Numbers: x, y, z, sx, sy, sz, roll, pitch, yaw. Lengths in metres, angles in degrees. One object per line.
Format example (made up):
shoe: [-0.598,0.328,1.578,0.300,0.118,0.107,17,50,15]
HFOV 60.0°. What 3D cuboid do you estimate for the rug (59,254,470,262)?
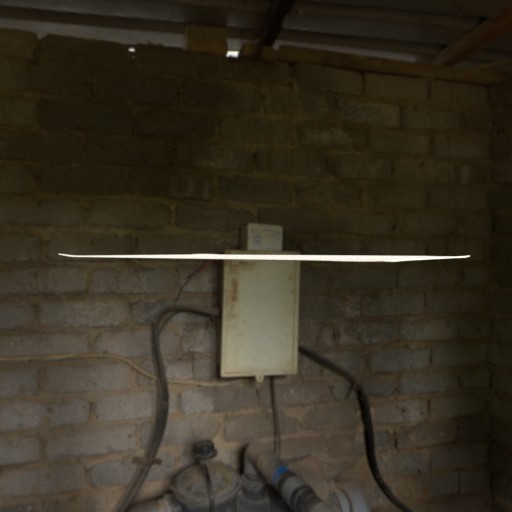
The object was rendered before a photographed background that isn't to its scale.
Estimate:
rug: [0.000,0.000,2.453,1.947,0.023,1.214,0,1,37]
